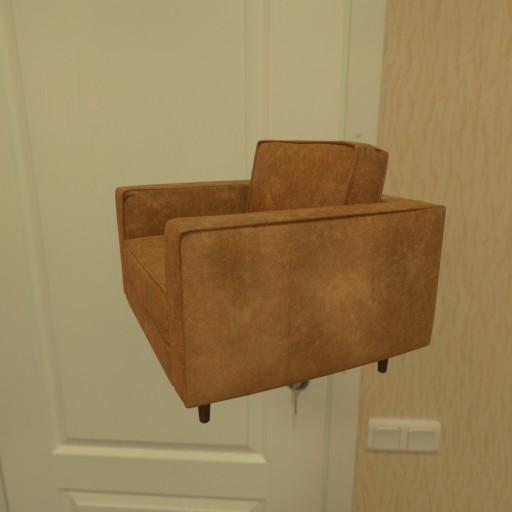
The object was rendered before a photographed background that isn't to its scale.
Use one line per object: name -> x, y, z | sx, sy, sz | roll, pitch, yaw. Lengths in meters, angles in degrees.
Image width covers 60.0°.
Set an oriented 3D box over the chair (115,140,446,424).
chair -> 0.000, 0.000, 1.518 | 0.798, 0.767, 0.928 | -7, 17, -24
